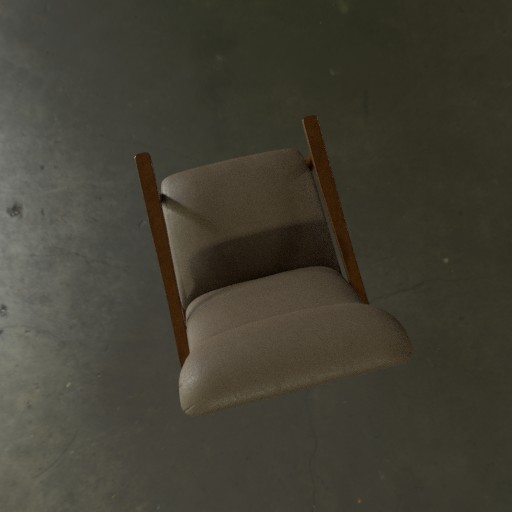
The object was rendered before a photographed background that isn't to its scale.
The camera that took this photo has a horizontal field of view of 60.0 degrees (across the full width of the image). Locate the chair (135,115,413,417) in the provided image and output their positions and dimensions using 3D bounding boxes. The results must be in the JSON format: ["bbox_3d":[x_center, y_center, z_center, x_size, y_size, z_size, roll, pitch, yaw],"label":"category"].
[{"bbox_3d":[0.000,0.000,1.767,0.762,1.082,1.014,-13,76,-3],"label":"chair"}]
